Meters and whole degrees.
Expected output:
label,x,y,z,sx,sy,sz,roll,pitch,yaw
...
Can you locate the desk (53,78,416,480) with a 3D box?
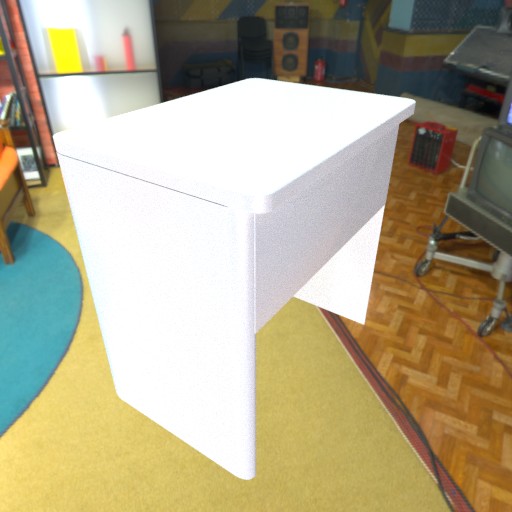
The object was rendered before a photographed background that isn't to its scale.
label,x,y,z,sx,sy,sz,roll,pitch,yaw
desk,0.000,0.000,1.279,0.549,0.800,0.762,20,38,28
